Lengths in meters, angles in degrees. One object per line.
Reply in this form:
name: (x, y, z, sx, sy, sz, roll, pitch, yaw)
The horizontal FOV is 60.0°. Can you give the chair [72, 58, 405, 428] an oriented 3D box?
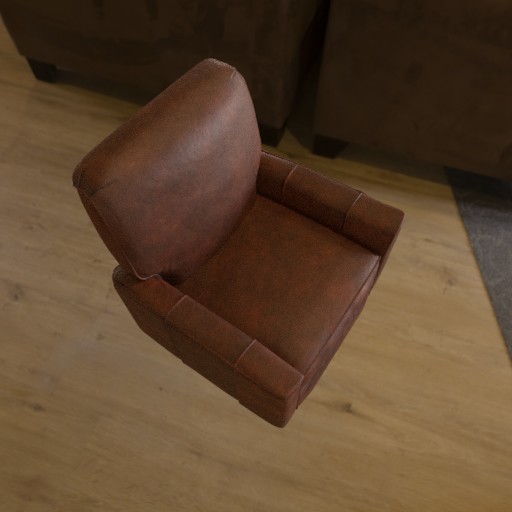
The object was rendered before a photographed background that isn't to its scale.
chair: (0.000, 0.000, 1.670, 0.836, 1.043, 0.843, 31, 63, 17)
